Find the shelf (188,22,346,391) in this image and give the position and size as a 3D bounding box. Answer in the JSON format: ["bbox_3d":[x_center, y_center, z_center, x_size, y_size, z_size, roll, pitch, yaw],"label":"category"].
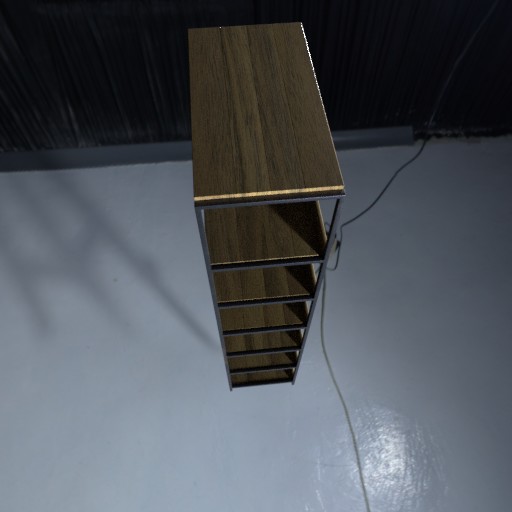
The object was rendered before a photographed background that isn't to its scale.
[{"bbox_3d":[0.000,0.000,2.314,0.431,2.015,0.847,-5,59,-3],"label":"shelf"}]
